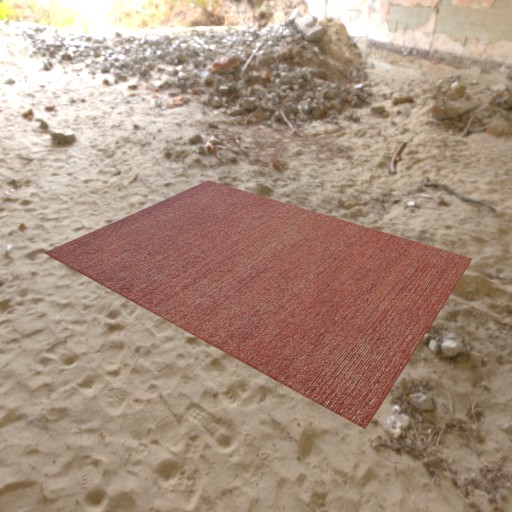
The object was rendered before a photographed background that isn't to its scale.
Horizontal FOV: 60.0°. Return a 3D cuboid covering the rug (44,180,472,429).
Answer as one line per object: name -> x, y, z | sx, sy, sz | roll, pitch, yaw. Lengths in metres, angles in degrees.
rug -> 0.000, 0.000, 5.015 | 3.965, 0.025, 2.803 | 21, 37, 31
